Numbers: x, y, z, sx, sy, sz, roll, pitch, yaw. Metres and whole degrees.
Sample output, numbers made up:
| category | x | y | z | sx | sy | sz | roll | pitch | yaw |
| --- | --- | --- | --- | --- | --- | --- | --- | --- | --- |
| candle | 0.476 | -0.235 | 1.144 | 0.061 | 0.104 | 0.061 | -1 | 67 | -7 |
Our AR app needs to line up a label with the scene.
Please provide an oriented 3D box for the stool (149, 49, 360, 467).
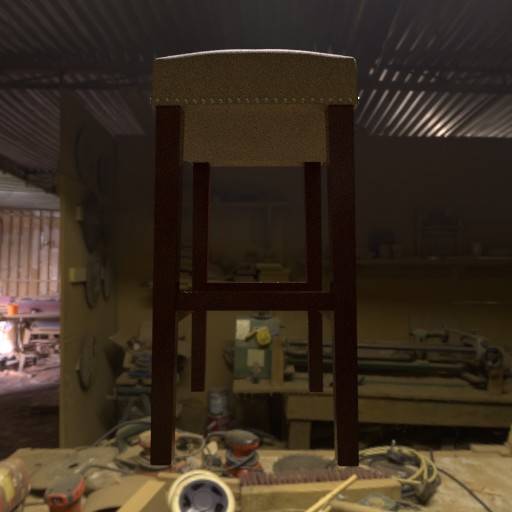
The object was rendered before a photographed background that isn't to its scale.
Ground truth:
| category | x | y | z | sx | sy | sz | roll | pitch | yaw |
| --- | --- | --- | --- | --- | --- | --- | --- | --- | --- |
| stool | 0.000 | 0.000 | 1.016 | 0.372 | 0.742 | 0.504 | 0 | -1 | 1 |
